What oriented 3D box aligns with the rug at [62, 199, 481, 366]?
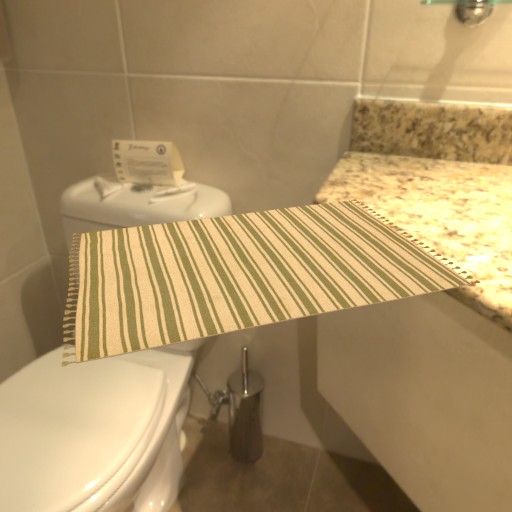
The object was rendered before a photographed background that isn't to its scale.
[{"bbox_3d":[0.000,0.000,3.038,2.435,0.018,1.540,-9,29,-16],"label":"rug"}]
